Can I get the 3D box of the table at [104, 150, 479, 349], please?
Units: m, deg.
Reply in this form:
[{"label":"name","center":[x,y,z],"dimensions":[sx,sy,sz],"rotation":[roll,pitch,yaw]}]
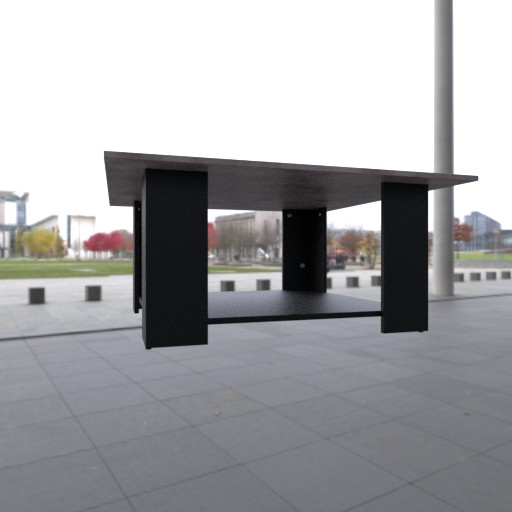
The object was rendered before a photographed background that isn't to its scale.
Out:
[{"label":"table","center":[0.000,0.000,1.055],"dimensions":[0.670,0.305,0.670],"rotation":[0,0,-18]}]
